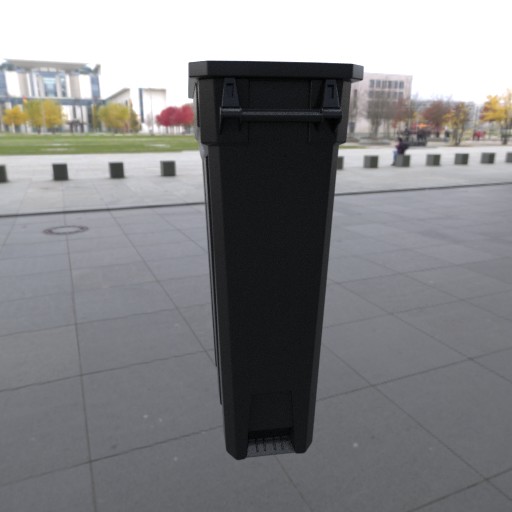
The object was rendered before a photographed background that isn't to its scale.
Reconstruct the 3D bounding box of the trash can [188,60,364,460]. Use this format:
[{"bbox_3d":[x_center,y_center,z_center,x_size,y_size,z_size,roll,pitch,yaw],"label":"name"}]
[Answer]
[{"bbox_3d":[0.000,0.000,1.028,0.281,0.762,0.559,-2,16,-8],"label":"trash can"}]
